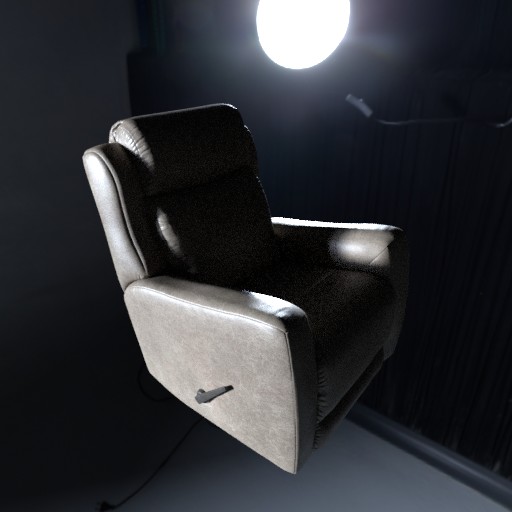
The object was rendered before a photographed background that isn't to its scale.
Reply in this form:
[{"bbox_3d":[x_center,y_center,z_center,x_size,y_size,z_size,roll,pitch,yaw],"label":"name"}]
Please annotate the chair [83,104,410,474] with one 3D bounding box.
[{"bbox_3d":[0.000,0.000,1.883,1.068,1.116,0.967,19,32,34],"label":"chair"}]
